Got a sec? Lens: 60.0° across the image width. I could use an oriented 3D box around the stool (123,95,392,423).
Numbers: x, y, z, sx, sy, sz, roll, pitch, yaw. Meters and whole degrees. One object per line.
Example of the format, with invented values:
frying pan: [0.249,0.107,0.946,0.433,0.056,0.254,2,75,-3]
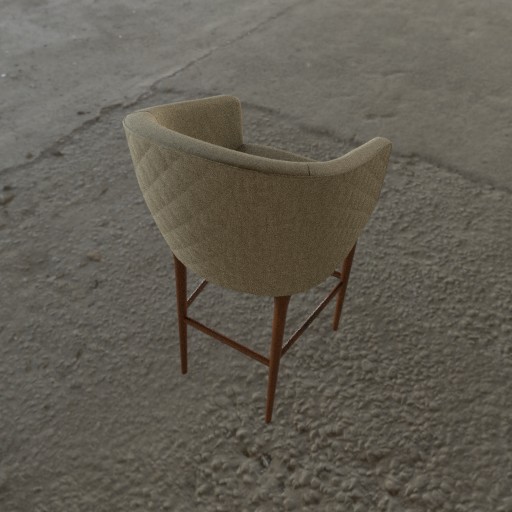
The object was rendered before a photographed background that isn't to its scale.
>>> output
stool: [0.000,0.000,1.404,0.559,1.078,0.607,23,49,22]
